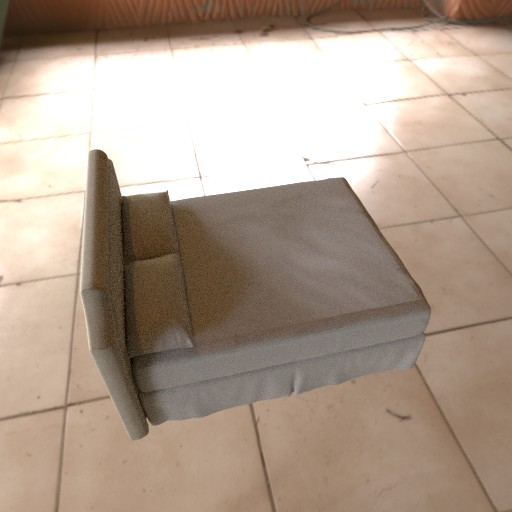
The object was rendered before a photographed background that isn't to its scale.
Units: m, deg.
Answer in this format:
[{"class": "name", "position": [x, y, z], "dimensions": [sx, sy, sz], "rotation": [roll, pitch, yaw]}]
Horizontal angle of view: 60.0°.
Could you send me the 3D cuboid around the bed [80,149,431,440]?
[{"class": "bed", "position": [0.000, 0.000, 3.313], "dimensions": [2.164, 1.297, 1.828], "rotation": [-9, 45, -10]}]
